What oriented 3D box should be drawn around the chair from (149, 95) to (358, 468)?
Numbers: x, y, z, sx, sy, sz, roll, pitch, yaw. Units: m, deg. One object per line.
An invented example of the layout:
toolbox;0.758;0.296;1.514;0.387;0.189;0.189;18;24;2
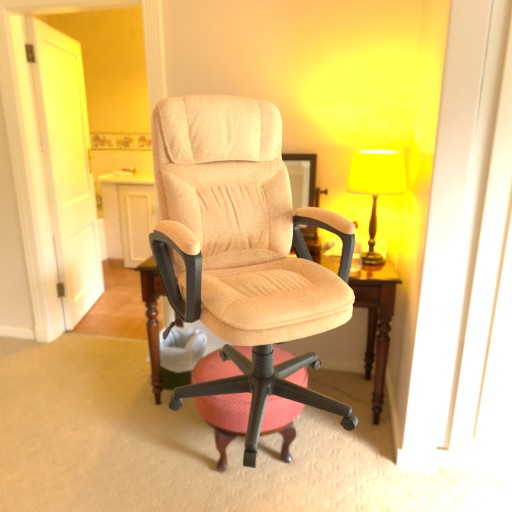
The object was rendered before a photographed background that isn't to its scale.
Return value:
chair;0.000;0.000;1.561;0.667;1.105;0.724;-8;18;-26
